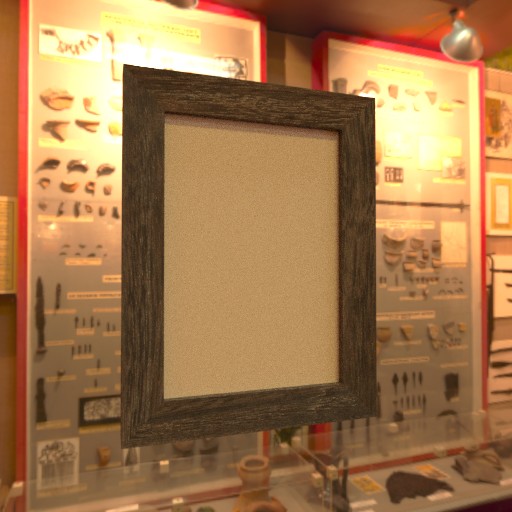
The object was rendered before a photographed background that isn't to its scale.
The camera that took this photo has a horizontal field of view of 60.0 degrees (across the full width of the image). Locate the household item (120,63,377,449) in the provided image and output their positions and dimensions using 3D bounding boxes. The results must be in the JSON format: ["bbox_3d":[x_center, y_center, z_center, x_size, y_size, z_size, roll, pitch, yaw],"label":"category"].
[{"bbox_3d":[0.000,0.000,0.276,0.160,0.210,0.020,0,-1,-18],"label":"household item"}]
